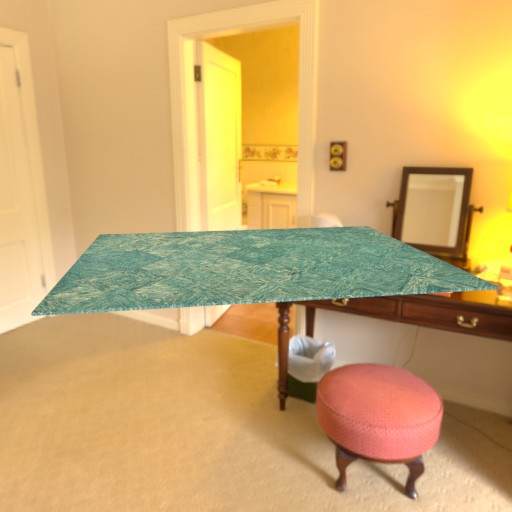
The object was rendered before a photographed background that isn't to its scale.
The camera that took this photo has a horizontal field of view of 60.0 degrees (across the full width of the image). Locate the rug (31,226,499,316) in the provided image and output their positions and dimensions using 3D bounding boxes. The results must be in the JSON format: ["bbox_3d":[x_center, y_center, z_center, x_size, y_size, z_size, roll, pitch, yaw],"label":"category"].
[{"bbox_3d":[0.000,0.000,4.145,3.217,0.027,2.405,-2,15,-9],"label":"rug"}]
